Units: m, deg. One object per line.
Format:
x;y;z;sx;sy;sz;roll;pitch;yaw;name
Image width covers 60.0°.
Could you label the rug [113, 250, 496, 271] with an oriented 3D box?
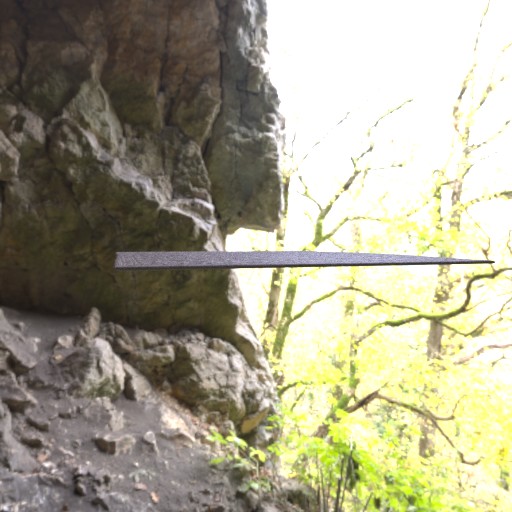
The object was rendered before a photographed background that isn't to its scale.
0.000;0.000;4.065;2.472;0.035;3.017;-1;2;-17;rug
